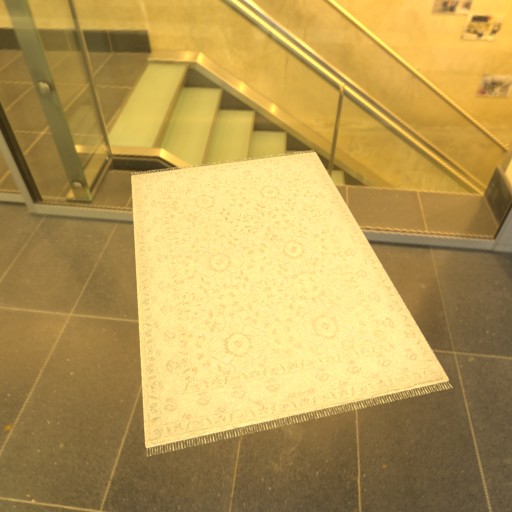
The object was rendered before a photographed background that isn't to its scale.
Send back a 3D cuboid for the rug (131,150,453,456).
[{"bbox_3d":[0.000,0.000,2.858,1.514,0.011,2.233,-9,46,-9],"label":"rug"}]
